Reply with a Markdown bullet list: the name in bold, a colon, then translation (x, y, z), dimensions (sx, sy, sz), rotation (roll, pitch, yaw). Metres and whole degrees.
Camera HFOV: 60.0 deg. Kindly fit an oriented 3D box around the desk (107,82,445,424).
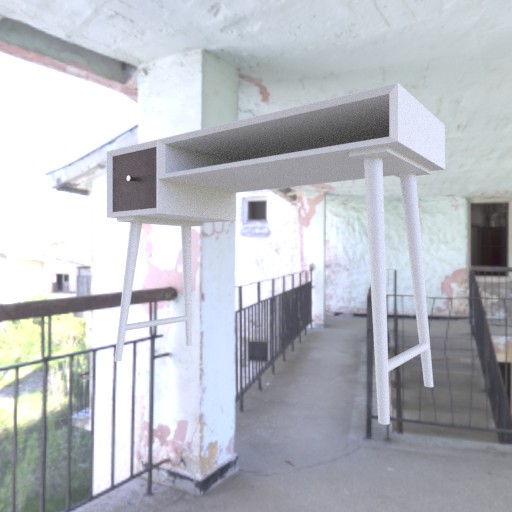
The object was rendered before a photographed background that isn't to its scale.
- **desk**: translation (0.000, 0.000, 1.448), dimensions (1.069, 0.761, 0.409), rotation (0, 0, 37)
